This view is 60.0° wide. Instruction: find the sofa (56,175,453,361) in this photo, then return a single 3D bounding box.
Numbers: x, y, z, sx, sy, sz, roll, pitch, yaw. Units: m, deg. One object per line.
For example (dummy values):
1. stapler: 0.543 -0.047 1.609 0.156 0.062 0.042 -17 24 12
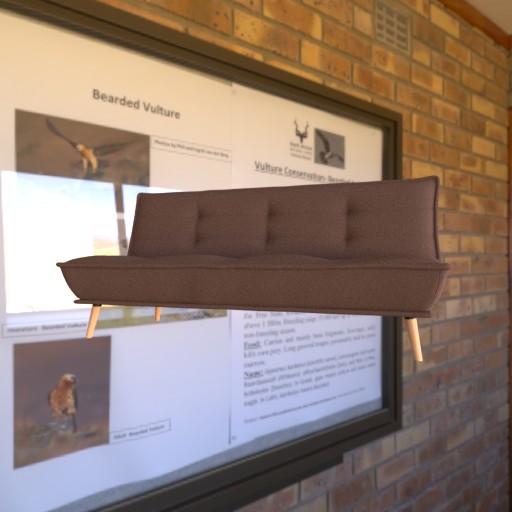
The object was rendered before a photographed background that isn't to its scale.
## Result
1. sofa: 0.000 0.000 2.471 1.940 0.890 0.950 0 0 19
